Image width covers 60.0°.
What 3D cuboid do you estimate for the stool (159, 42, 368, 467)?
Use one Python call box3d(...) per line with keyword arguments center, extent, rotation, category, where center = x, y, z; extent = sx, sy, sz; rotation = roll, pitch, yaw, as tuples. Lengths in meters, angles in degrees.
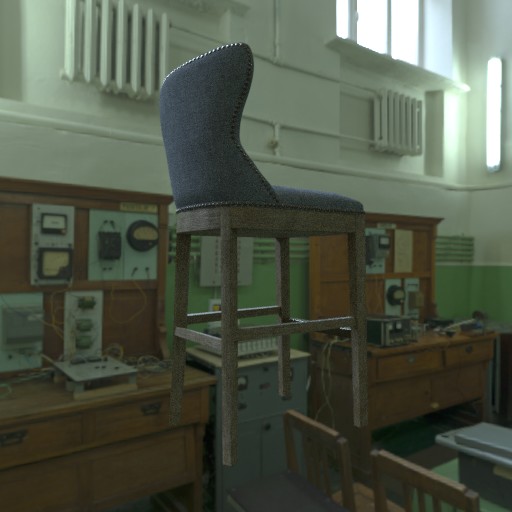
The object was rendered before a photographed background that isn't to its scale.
box3d(center=(0.000, 0.000, 1.458), extent=(0.606, 1.123, 0.494), rotation=(0, 0, -36), category="stool")
